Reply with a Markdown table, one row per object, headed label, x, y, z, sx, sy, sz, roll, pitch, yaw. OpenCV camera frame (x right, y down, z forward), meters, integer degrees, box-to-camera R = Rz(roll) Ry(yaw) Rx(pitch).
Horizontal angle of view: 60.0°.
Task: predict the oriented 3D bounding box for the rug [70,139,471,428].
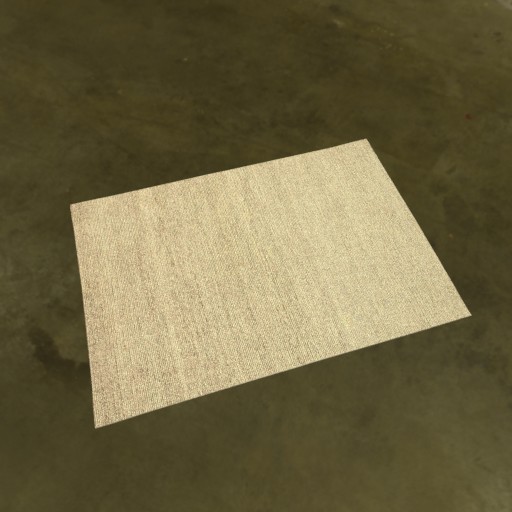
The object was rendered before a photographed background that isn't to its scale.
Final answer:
| label | x | y | z | sx | sy | sz | roll | pitch | yaw |
| --- | --- | --- | --- | --- | --- | --- | --- | --- | --- |
| rug | 0.000 | 0.000 | 2.988 | 2.342 | 0.030 | 1.609 | -14 | 60 | -8 |
